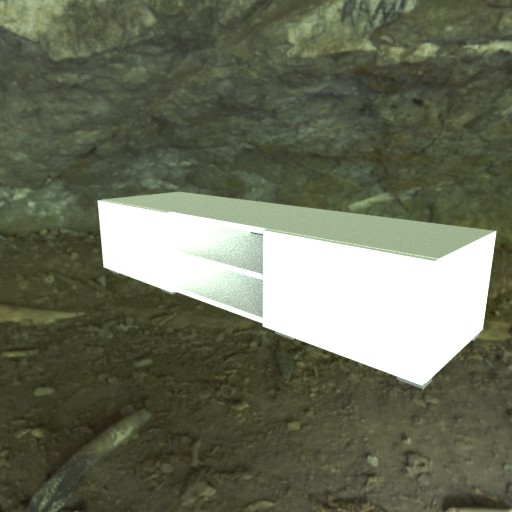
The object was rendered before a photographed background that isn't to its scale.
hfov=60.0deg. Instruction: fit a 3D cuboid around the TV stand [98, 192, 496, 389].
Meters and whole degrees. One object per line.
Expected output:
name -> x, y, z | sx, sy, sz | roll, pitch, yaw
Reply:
TV stand -> 0.000, 0.000, 1.561 | 1.400, 0.310, 0.420 | 13, 20, 41
